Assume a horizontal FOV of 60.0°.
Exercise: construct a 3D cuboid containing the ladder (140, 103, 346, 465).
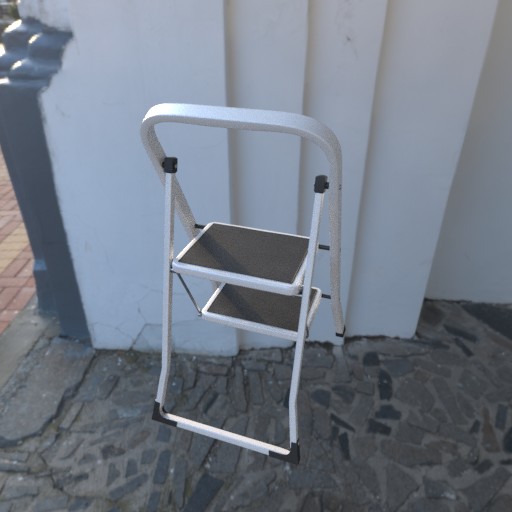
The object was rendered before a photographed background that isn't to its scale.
[{"bbox_3d":[0.000,0.000,1.146,0.460,0.810,0.544,10,33,16],"label":"ladder"}]
